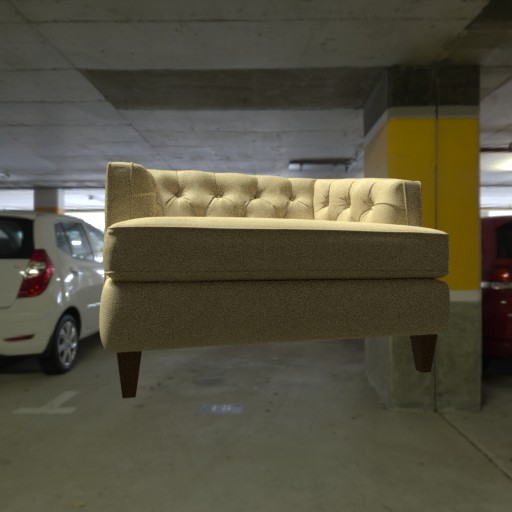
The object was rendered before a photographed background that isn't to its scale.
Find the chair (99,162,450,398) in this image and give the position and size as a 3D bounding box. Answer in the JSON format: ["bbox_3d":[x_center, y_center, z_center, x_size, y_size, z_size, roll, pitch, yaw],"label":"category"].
[{"bbox_3d":[0.000,0.000,1.726,1.118,0.787,0.914,0,-1,-17],"label":"chair"}]
